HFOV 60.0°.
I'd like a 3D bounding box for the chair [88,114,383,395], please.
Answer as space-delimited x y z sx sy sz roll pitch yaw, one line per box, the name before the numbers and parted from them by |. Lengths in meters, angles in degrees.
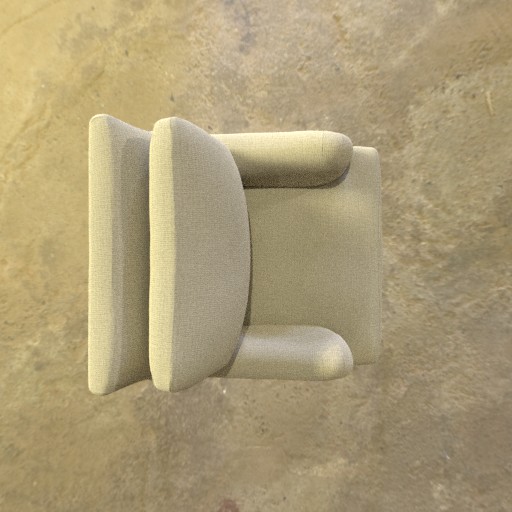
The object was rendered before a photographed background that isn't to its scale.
chair | 0.000 0.000 1.846 1.070 1.038 0.955 0 90 -1
